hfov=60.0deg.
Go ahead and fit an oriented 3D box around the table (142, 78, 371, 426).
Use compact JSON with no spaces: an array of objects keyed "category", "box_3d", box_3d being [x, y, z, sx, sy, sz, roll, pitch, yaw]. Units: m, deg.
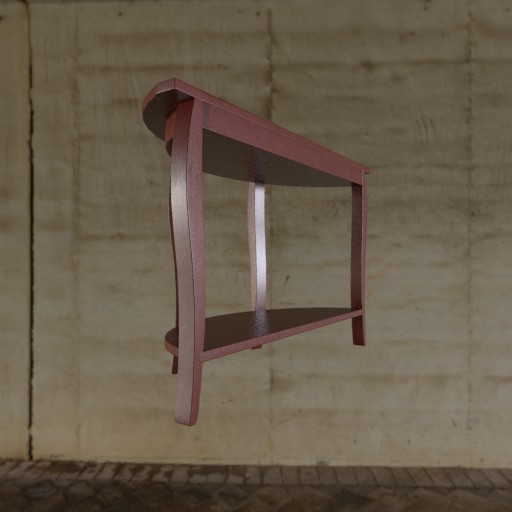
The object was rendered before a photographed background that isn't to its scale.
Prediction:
[{"category":"table","box_3d":[0.000,0.000,1.584,0.405,0.779,1.219,0,0,34]}]
